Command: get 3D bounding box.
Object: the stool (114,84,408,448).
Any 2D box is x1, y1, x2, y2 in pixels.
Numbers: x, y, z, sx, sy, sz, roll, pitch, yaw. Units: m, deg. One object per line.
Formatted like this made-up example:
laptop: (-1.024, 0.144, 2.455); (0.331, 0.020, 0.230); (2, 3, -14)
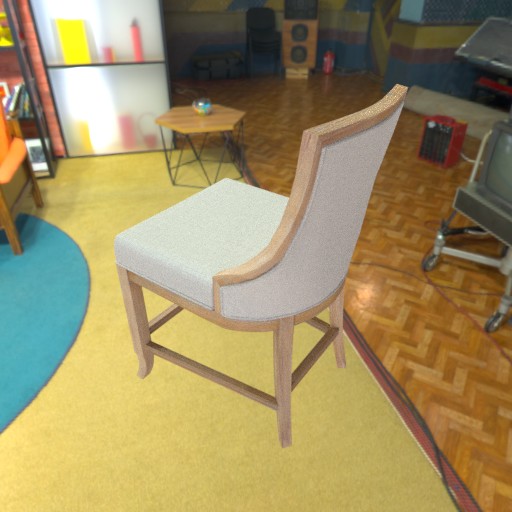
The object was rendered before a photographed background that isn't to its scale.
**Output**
stool: (0.000, 0.000, 1.281); (0.626, 0.938, 0.524); (21, 39, 29)
